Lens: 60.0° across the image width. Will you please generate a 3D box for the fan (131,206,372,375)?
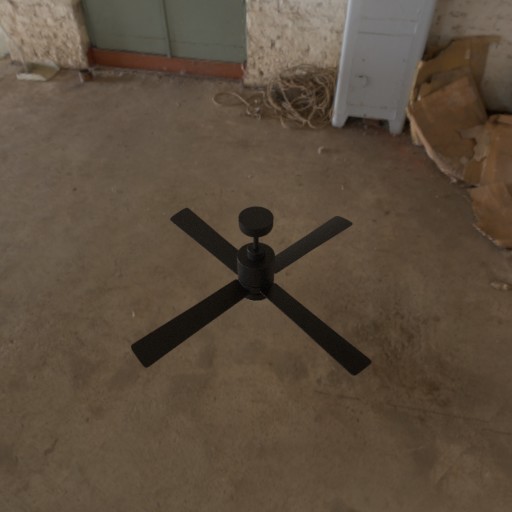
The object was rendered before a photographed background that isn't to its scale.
[{"bbox_3d":[0.000,0.000,2.350,1.525,0.534,1.525,-32,53,-27],"label":"fan"}]
